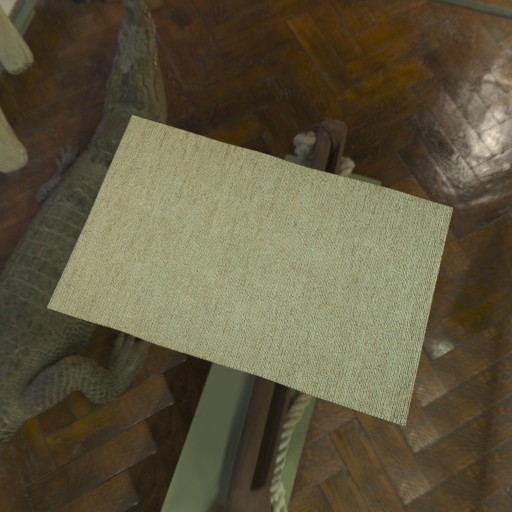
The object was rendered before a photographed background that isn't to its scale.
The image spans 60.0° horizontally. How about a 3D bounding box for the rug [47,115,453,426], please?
[{"bbox_3d":[0.000,0.000,3.044,2.439,0.011,1.533,17,76,4],"label":"rug"}]
